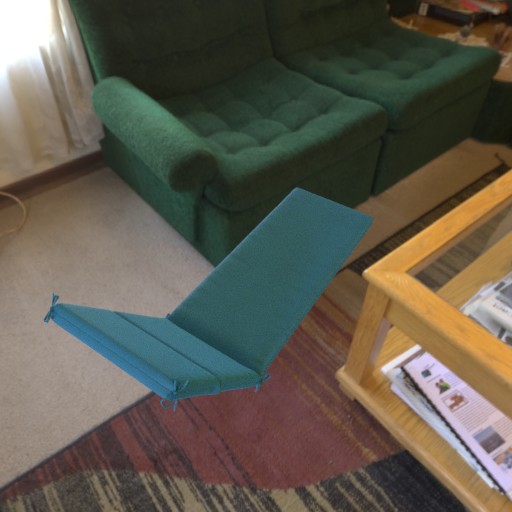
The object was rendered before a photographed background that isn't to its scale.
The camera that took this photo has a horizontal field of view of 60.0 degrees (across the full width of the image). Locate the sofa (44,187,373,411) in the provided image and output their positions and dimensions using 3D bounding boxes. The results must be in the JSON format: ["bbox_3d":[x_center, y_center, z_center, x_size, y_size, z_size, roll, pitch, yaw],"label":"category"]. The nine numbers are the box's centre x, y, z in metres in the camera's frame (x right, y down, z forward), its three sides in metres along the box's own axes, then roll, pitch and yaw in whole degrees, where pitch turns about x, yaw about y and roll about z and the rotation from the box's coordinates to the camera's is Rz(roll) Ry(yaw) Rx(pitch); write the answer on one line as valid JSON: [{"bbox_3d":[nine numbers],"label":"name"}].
[{"bbox_3d":[0.000,0.000,1.971,0.582,0.622,1.663,26,51,23],"label":"sofa"}]
